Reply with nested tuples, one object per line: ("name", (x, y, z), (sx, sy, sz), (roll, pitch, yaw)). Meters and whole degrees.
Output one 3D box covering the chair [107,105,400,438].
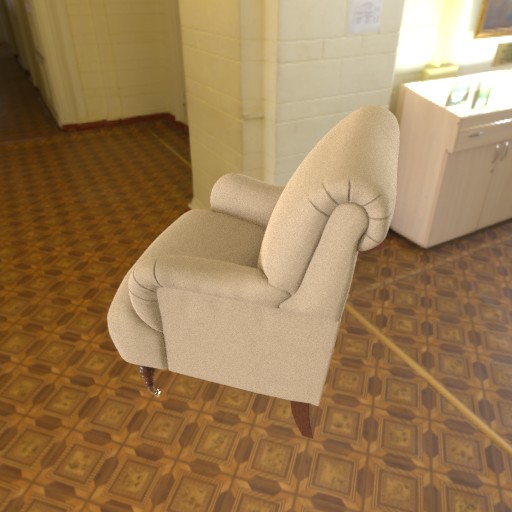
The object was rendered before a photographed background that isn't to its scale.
("chair", (0.000, 0.000, 1.560), (0.842, 0.942, 0.766), (9, 33, 14))
